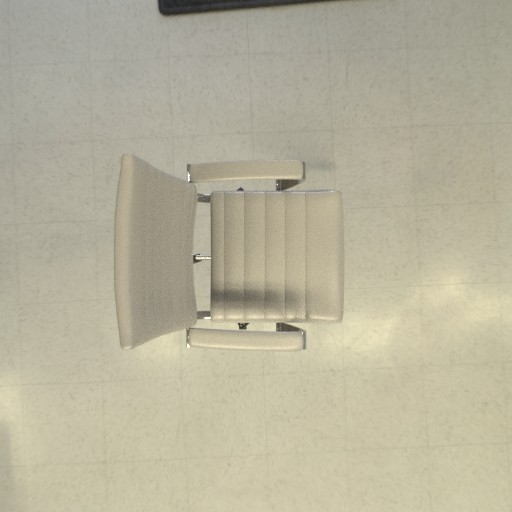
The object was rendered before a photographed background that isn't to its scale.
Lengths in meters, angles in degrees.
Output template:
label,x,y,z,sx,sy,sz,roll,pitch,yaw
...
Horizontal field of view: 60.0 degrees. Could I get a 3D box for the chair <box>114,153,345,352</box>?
label,x,y,z,sx,sy,sz,roll,pitch,yaw
chair,0.000,0.000,1.566,0.667,1.149,0.679,0,89,-1
